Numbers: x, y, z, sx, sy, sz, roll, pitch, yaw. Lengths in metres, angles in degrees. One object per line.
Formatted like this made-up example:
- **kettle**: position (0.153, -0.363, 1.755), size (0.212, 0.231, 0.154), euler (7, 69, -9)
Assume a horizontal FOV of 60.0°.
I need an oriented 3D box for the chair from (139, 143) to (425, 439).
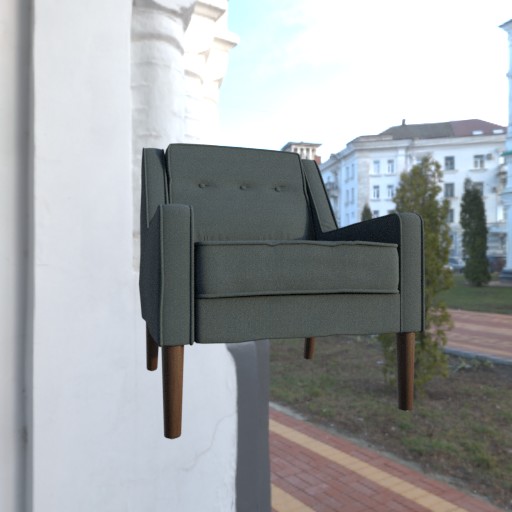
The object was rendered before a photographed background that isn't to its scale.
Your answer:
- **chair**: position (0.000, 0.000, 1.333), size (0.663, 0.780, 0.733), euler (0, 0, -17)
